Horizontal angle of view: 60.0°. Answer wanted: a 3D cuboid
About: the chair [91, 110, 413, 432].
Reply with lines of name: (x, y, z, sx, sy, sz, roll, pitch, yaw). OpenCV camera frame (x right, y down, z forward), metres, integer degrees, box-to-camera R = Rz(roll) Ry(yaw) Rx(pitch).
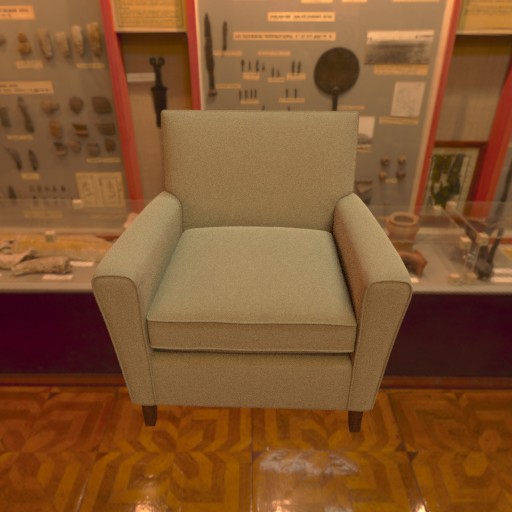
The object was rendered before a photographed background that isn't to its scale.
chair: (0.000, 0.000, 1.589, 0.840, 0.846, 0.871, 1, 30, 2)
